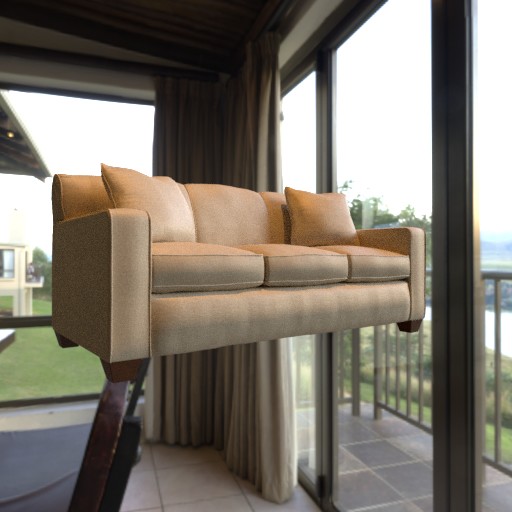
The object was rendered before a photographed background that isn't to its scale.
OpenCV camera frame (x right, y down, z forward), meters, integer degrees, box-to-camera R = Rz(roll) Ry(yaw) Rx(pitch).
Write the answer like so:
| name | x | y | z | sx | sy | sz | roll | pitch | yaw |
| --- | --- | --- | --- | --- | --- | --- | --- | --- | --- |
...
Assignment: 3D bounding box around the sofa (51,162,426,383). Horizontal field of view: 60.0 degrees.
| name | x | y | z | sx | sy | sz | roll | pitch | yaw |
| --- | --- | --- | --- | --- | --- | --- | --- | --- | --- |
| sofa | 0.000 | 0.000 | 2.578 | 2.024 | 0.958 | 0.997 | 0 | 0 | -36 |
